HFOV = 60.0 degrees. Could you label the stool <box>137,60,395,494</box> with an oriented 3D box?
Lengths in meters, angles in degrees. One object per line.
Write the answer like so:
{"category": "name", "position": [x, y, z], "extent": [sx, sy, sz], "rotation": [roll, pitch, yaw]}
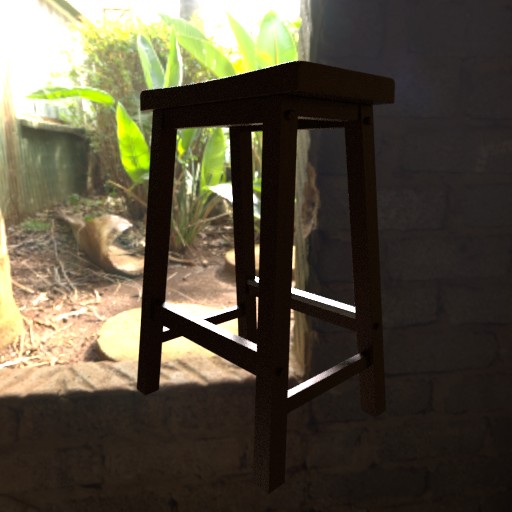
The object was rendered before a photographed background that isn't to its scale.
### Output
{"category": "stool", "position": [0.000, 0.000, 0.840], "extent": [0.322, 0.610, 0.406], "rotation": [-12, 18, -41]}
